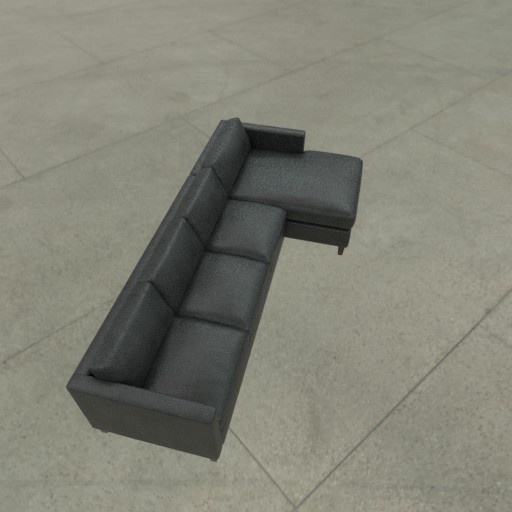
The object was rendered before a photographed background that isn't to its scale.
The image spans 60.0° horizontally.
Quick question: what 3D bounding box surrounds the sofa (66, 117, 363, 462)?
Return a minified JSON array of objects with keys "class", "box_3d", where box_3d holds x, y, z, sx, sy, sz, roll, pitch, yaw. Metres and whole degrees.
[{"class":"sofa","box_3d":[0.000,0.000,3.808,1.581,0.883,3.203,10,48,10]}]
